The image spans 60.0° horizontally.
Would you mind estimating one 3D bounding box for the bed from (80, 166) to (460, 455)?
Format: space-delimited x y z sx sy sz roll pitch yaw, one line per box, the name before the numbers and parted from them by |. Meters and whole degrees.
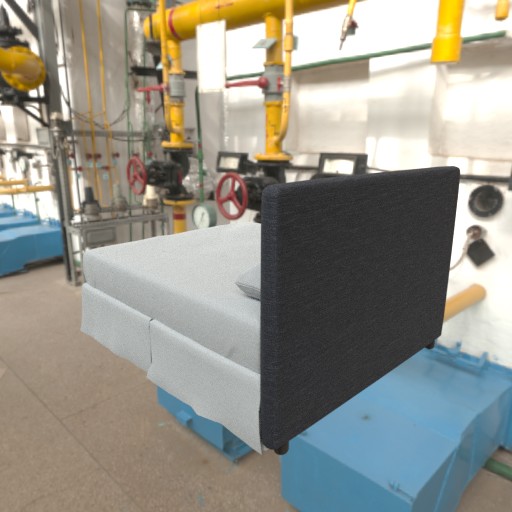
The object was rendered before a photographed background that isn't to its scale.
bed | 0.000 0.000 3.261 1.884 1.330 2.142 -14 21 -42
